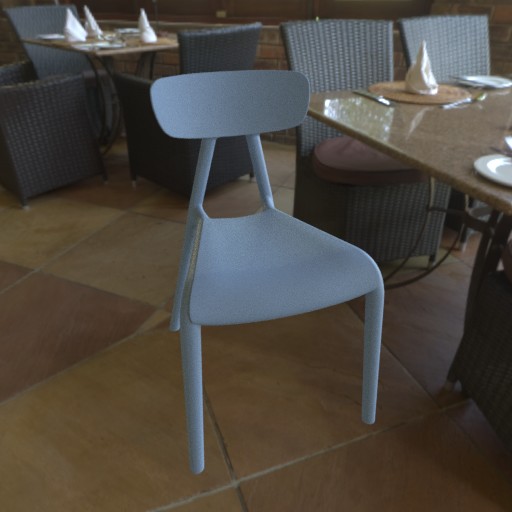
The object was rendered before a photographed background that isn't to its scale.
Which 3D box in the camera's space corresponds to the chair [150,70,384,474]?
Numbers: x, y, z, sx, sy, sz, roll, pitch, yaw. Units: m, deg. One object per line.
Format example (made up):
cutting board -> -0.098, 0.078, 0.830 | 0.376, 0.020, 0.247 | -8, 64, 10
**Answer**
chair -> 0.000, 0.000, 0.812 | 0.356, 0.580, 0.401 | -9, 33, -15
